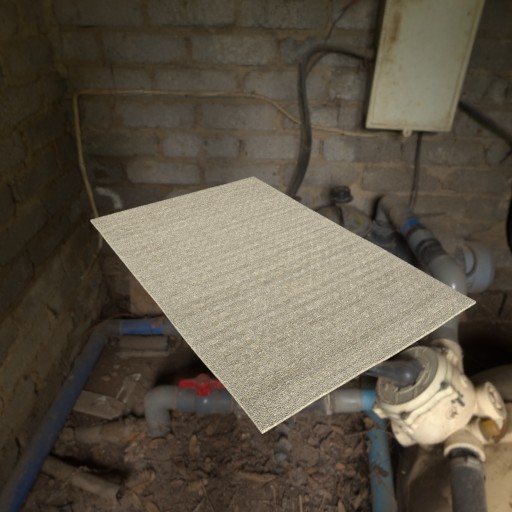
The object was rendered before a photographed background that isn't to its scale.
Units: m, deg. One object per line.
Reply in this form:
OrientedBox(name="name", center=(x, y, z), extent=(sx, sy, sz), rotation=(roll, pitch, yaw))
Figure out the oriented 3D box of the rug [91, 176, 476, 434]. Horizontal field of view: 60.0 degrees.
OrientedBox(name="rug", center=(0.000, 0.000, 2.998), extent=(1.532, 0.018, 2.297), rotation=(-20, 38, -29))
